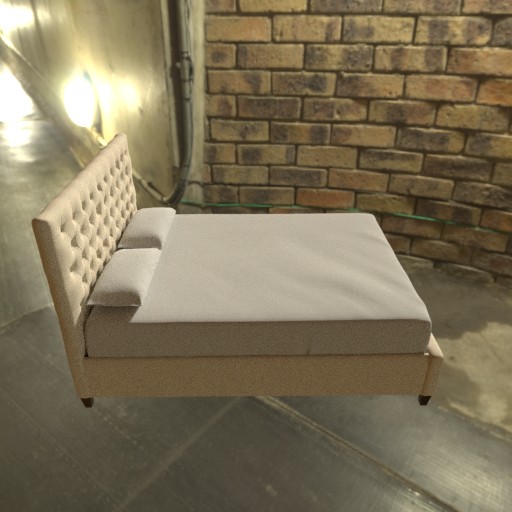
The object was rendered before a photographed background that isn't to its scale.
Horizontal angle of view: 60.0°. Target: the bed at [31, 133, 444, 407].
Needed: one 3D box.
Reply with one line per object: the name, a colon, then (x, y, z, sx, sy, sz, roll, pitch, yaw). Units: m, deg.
bed: (0.000, 0.000, 3.363, 2.387, 1.427, 1.698, 0, 30, 0)
